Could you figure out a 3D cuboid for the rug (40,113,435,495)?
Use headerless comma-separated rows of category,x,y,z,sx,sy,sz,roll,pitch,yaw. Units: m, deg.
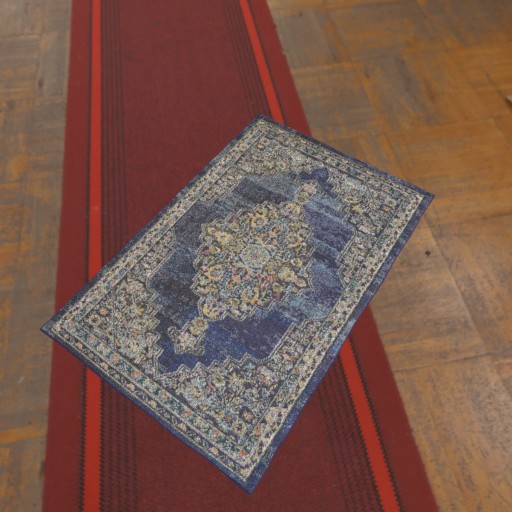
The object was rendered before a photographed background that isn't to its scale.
rug,0.000,0.000,2.232,1.184,0.012,1.781,30,63,18
